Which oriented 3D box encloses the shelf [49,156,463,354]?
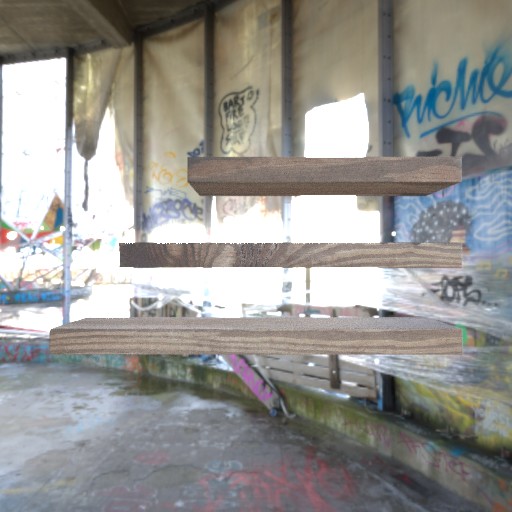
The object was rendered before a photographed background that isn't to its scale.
[{"bbox_3d":[0.000,0.000,0.725,0.610,0.293,0.140,0,-1,0],"label":"shelf"}]
